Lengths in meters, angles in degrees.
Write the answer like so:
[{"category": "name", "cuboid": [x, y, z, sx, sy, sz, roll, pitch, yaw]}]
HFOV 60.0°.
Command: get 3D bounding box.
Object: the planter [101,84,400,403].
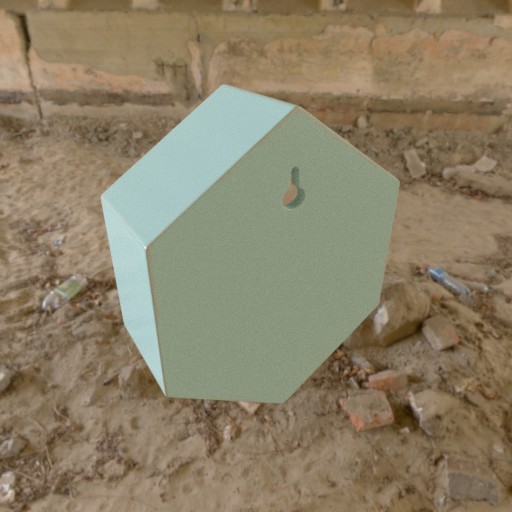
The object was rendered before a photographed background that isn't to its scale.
[{"category": "planter", "cuboid": [0.000, 0.000, 0.295, 0.169, 0.207, 0.078, -17, 34, -27]}]
